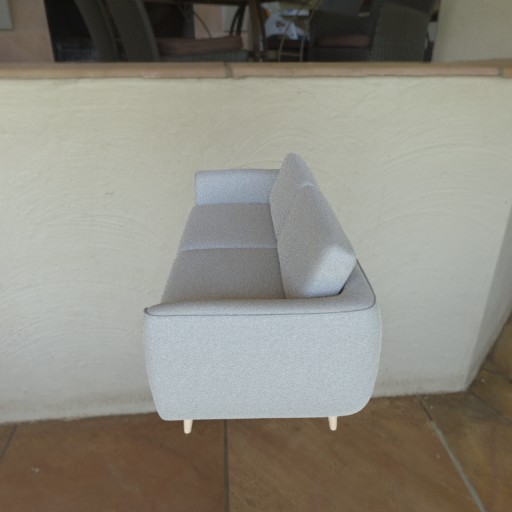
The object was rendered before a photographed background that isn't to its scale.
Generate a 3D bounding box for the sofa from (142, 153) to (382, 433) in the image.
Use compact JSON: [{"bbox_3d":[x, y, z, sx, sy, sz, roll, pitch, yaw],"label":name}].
[{"bbox_3d":[0.000,0.000,2.476,0.920,0.850,2.000,-1,25,-1],"label":"sofa"}]
